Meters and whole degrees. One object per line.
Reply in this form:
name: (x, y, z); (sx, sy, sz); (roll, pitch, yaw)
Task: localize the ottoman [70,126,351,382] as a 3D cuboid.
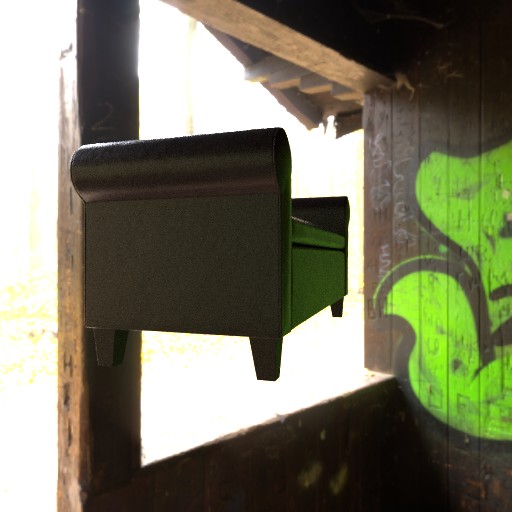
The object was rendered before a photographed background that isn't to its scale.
ottoman: (0.000, 0.000, 1.553); (0.521, 0.547, 1.256); (0, 0, 19)
